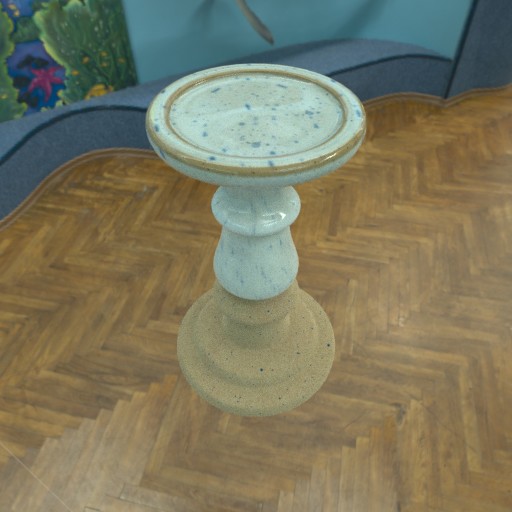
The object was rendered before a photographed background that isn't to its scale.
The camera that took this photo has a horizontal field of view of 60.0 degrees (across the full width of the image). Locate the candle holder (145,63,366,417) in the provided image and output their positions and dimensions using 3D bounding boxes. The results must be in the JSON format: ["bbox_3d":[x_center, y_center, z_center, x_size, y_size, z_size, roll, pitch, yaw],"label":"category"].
[{"bbox_3d":[0.000,0.000,0.281,0.123,0.202,0.123,0,46,0],"label":"candle holder"}]
